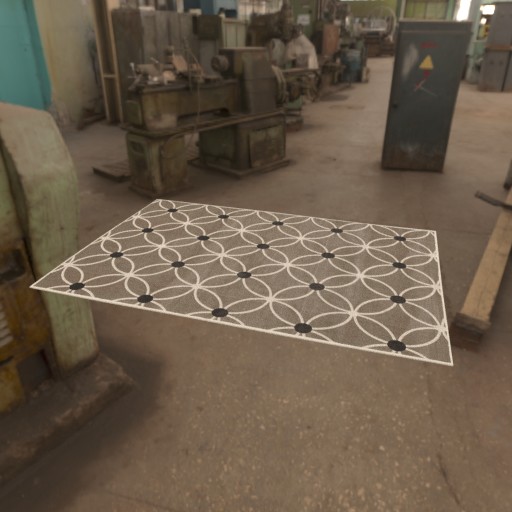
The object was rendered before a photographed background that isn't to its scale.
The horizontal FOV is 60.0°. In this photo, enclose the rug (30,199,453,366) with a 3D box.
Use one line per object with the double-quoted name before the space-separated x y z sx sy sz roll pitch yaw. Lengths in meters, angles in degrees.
"rug" 0.000 0.000 2.894 2.284 0.008 1.522 8 29 15
